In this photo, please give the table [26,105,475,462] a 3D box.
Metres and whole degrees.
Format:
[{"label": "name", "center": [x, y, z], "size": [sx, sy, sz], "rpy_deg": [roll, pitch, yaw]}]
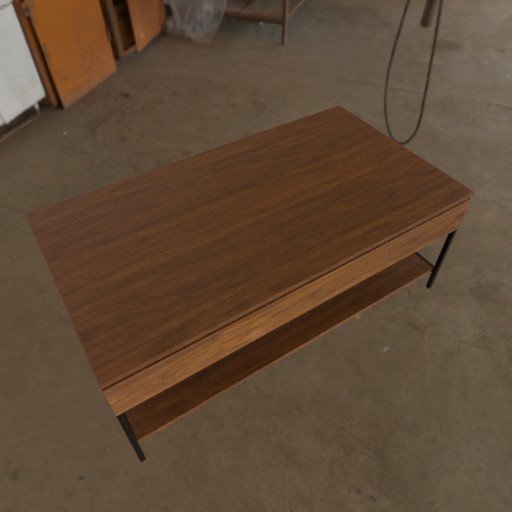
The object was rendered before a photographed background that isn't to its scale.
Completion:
[{"label": "table", "center": [0.000, 0.000, 1.333], "size": [1.057, 0.414, 0.574], "rpy_deg": [-25, 52, -22]}]
